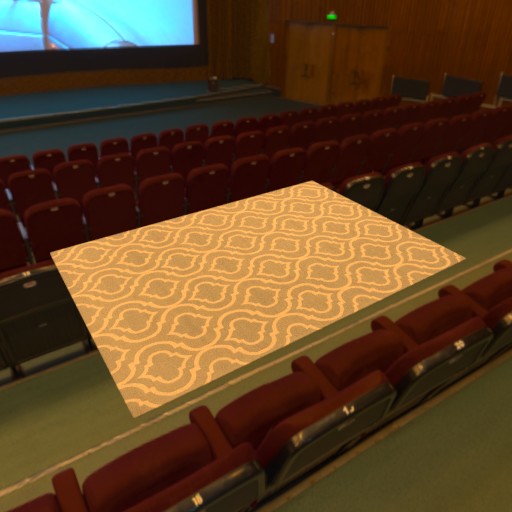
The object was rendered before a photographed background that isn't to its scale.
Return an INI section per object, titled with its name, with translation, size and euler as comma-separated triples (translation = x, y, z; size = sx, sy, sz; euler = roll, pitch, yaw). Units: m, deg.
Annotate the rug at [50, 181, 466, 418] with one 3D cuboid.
[rug]
translation = 0.000, 0.000, 2.697
size = 2.080, 0.010, 1.451
euler = -19, 37, -28
